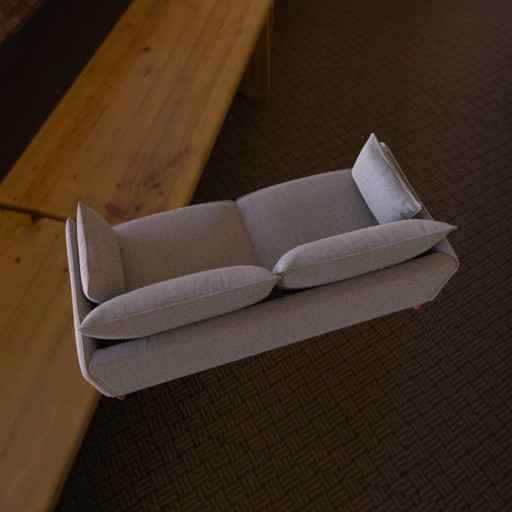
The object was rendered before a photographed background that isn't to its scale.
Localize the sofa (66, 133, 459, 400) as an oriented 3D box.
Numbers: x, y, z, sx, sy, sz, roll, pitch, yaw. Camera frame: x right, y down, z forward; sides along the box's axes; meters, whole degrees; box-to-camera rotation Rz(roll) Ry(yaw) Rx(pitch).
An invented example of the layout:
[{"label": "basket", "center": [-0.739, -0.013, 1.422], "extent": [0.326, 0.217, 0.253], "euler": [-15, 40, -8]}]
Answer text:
[{"label": "sofa", "center": [0.000, 0.000, 2.517], "extent": [1.989, 0.851, 0.972], "euler": [-15, 60, -9]}]
